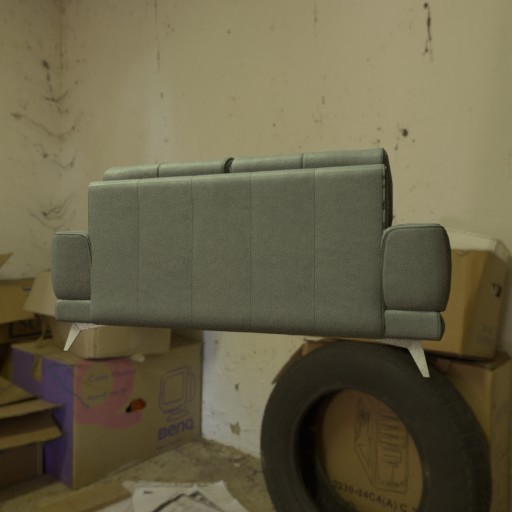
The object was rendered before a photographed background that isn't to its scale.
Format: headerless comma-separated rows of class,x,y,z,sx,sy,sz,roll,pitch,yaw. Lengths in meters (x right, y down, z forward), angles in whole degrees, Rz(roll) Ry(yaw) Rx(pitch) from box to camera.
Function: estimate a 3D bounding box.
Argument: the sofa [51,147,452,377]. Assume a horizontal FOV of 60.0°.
sofa,0.000,0.000,2.328,1.806,0.907,1.018,0,0,17
